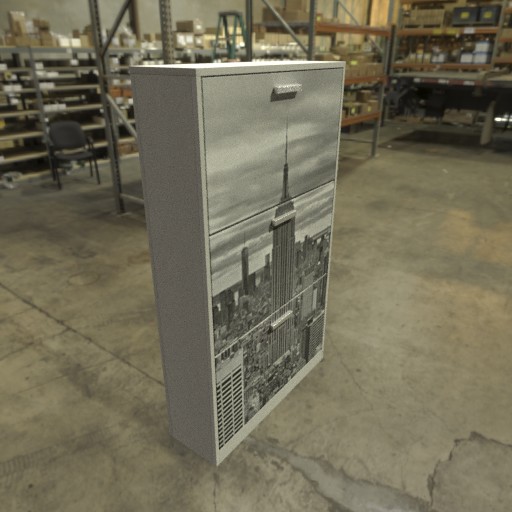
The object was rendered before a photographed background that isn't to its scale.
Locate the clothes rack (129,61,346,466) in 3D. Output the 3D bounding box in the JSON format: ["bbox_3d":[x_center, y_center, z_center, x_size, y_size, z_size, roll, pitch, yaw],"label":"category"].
[{"bbox_3d":[0.000,0.000,1.607,0.250,1.280,0.750,18,30,33],"label":"clothes rack"}]
